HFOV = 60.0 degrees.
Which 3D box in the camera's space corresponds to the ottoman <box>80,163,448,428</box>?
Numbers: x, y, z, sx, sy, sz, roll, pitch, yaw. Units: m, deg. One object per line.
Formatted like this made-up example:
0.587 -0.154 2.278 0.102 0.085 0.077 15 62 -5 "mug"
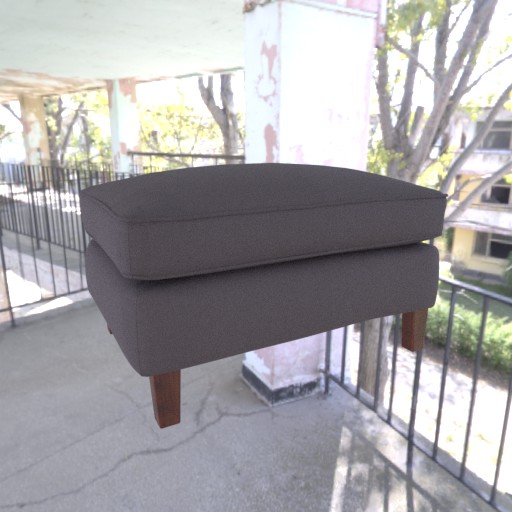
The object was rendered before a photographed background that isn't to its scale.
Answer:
0.000 0.000 0.995 0.686 0.406 0.508 -8 16 -27 "ottoman"
